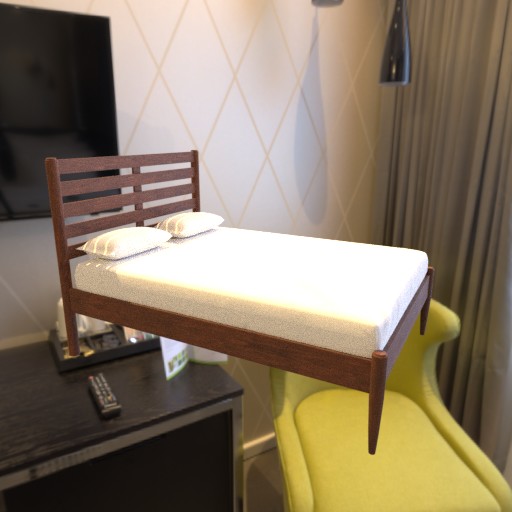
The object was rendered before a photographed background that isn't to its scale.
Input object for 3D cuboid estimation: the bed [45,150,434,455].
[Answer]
[{"bbox_3d":[0.000,0.000,2.981,2.093,1.304,1.509,8,18,28],"label":"bed"}]
